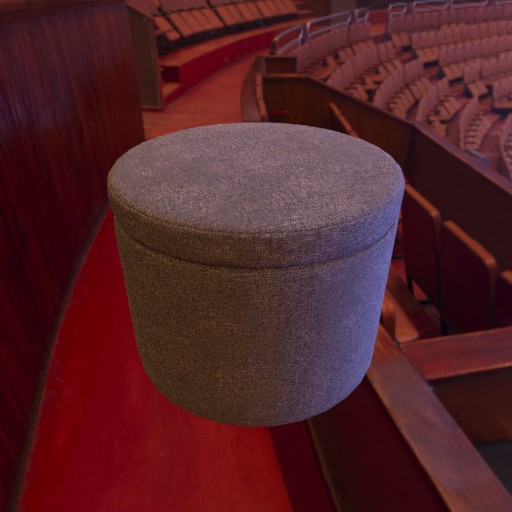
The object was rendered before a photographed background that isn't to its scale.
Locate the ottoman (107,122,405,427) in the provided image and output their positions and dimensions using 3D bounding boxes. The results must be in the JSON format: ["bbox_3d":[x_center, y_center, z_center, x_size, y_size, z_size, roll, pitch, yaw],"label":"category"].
[{"bbox_3d":[0.000,0.000,0.866,0.500,0.419,0.500,0,32,0],"label":"ottoman"}]
